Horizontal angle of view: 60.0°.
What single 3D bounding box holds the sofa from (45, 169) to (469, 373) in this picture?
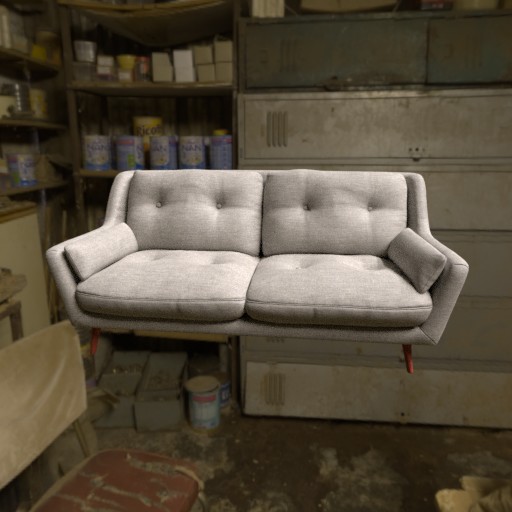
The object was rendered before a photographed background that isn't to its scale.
[{"bbox_3d":[0.000,0.000,2.408,1.930,0.897,0.976,2,14,7],"label":"sofa"}]
